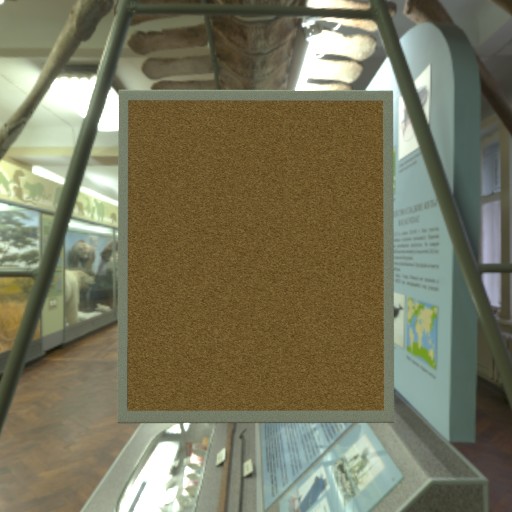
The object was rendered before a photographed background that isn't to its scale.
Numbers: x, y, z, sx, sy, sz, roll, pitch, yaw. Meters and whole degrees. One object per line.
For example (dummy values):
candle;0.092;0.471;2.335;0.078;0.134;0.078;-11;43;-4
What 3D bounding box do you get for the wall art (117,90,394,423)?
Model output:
wall art;0.000;0.000;0.723;0.444;0.536;0.020;0;-1;0
